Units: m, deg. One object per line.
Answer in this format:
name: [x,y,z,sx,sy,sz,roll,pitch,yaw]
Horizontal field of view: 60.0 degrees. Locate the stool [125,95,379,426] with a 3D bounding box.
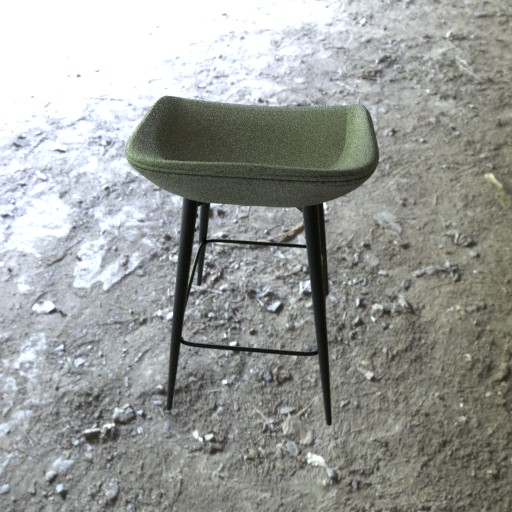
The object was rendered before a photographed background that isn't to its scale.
stool: [0.000,0.000,1.117,0.469,0.814,0.480,4,46,4]
